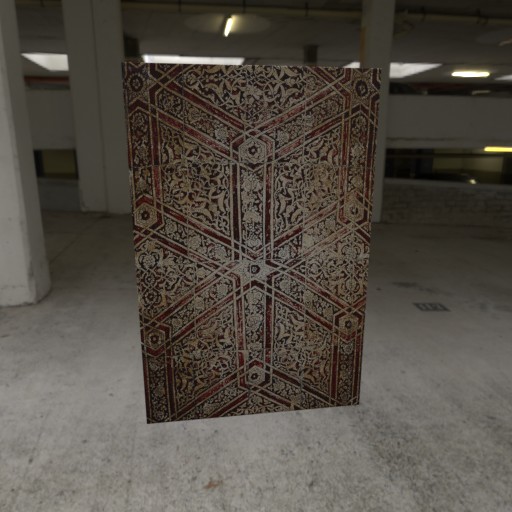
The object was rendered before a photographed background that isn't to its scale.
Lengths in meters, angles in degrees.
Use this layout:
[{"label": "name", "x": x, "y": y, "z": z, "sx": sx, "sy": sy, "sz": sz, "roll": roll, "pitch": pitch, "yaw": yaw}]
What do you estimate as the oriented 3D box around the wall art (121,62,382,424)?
[{"label": "wall art", "x": 0.000, "y": 0.000, "z": 1.137, "sx": 0.599, "sy": 0.904, "sz": 0.030, "roll": -2, "pitch": 15, "yaw": -8}]
